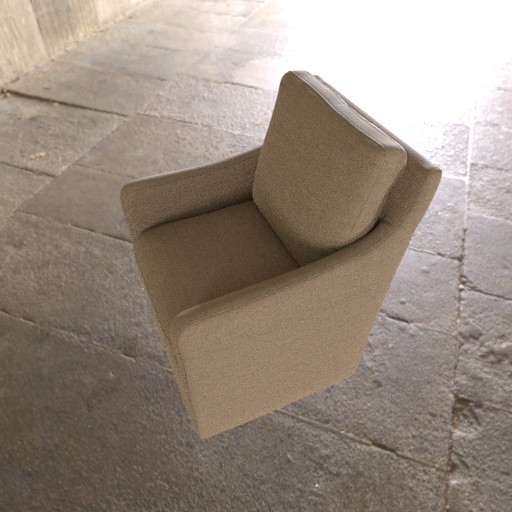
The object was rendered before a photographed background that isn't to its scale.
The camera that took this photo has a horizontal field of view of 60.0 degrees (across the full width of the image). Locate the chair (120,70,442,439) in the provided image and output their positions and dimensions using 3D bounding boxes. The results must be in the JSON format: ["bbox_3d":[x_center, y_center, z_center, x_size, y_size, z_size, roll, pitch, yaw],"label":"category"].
[{"bbox_3d":[0.000,0.000,1.380,0.694,0.914,0.626,-18,48,-17],"label":"chair"}]
